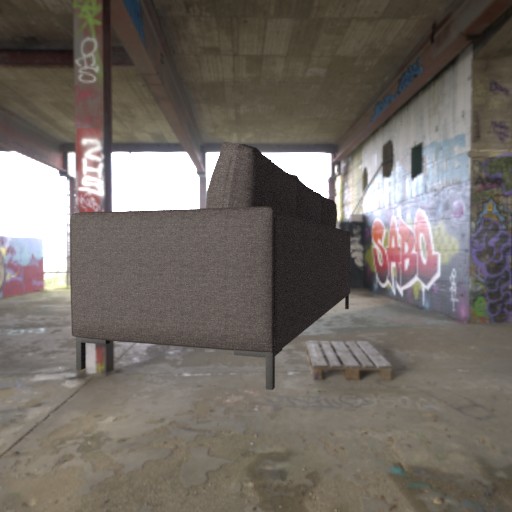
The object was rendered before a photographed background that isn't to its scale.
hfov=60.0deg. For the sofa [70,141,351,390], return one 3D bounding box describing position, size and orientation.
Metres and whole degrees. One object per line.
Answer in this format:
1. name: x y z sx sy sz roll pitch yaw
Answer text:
1. sofa: 0.000 0.000 2.677 0.876 0.882 2.253 0 1 19
